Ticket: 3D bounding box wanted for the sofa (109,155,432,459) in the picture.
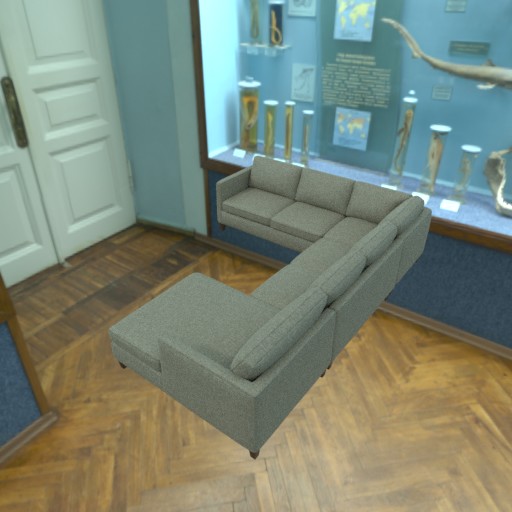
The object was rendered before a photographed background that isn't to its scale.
[{"bbox_3d":[0.000,0.000,4.670,2.551,0.889,3.403,22,38,31],"label":"sofa"}]
